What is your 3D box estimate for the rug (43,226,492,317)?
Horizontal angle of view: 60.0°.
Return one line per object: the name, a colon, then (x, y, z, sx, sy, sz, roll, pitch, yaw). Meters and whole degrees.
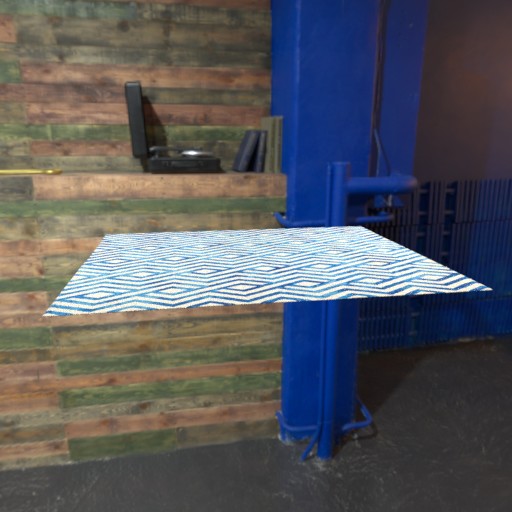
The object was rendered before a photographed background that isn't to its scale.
rug: (0.000, 0.000, 4.127, 3.059, 0.008, 2.453, -2, 15, -9)
